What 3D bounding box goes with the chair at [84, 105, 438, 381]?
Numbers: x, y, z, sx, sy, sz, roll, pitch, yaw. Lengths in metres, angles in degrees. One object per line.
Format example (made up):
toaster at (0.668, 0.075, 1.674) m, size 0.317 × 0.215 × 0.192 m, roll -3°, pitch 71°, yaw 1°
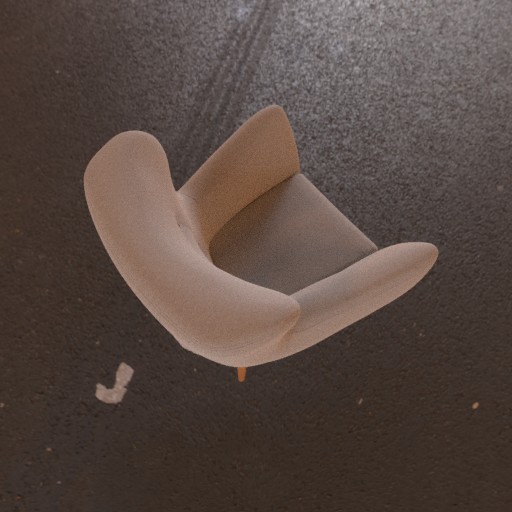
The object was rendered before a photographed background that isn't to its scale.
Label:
chair at (0.000, 0.000, 1.618) m, size 0.889 × 0.889 × 0.890 m, roll -33°, pitch 65°, yaw -17°
